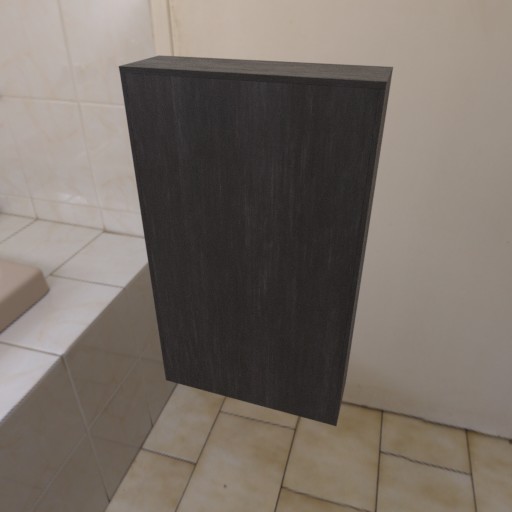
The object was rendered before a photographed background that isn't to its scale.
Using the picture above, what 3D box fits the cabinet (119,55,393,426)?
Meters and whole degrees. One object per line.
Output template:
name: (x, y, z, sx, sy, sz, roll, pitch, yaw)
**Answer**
cabinet: (0.000, 0.000, 1.608, 0.750, 1.280, 0.250, 10, 33, 16)
